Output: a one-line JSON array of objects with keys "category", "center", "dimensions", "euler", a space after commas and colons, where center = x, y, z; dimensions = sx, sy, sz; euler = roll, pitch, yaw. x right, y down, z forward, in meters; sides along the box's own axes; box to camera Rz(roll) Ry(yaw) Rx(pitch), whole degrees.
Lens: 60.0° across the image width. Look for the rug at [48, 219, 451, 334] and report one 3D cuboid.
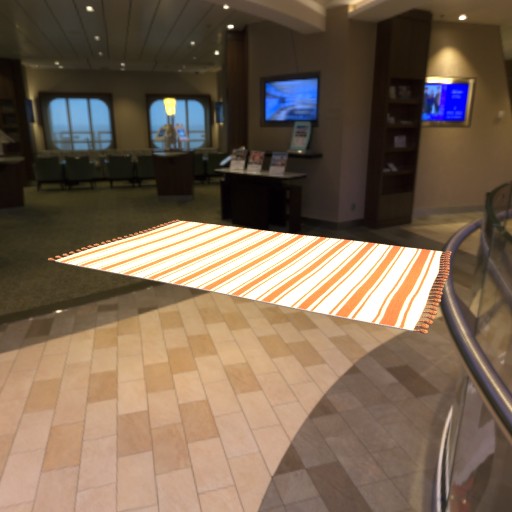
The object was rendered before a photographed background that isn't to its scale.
[{"category": "rug", "center": [0.000, 0.000, 2.625], "dimensions": [2.092, 0.017, 1.232], "euler": [8, 18, 26]}]
